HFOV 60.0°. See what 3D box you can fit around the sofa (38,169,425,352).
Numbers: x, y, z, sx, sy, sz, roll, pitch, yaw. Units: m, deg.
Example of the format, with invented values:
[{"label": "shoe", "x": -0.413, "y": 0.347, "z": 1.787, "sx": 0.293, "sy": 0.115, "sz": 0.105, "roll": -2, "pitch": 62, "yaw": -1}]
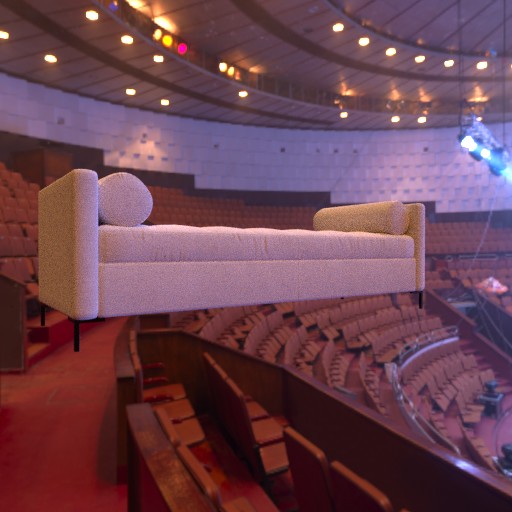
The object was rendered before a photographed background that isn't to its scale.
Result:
[{"label": "sofa", "x": 0.000, "y": 0.000, "z": 2.335, "sx": 1.981, "sy": 0.635, "sz": 0.686, "roll": 0, "pitch": 1, "yaw": -35}]
